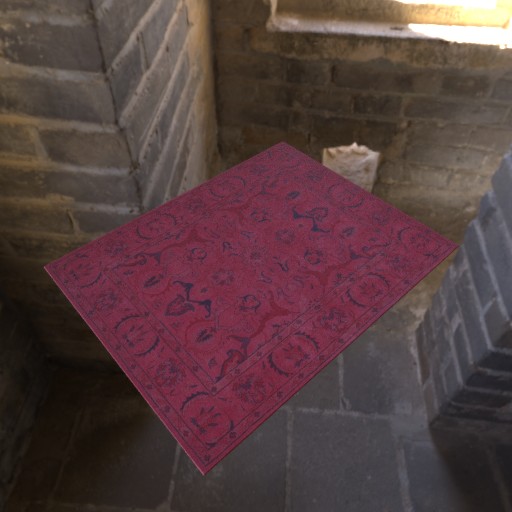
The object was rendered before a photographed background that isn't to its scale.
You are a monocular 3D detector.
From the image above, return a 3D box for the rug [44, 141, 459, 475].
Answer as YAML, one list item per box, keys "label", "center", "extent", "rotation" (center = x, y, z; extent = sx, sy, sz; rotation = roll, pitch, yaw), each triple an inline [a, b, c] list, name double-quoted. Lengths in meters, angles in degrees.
- label: "rug"
  center: [0.000, 0.000, 3.962]
  extent: [2.929, 0.012, 2.300]
  rotation: [-34, 56, -27]
